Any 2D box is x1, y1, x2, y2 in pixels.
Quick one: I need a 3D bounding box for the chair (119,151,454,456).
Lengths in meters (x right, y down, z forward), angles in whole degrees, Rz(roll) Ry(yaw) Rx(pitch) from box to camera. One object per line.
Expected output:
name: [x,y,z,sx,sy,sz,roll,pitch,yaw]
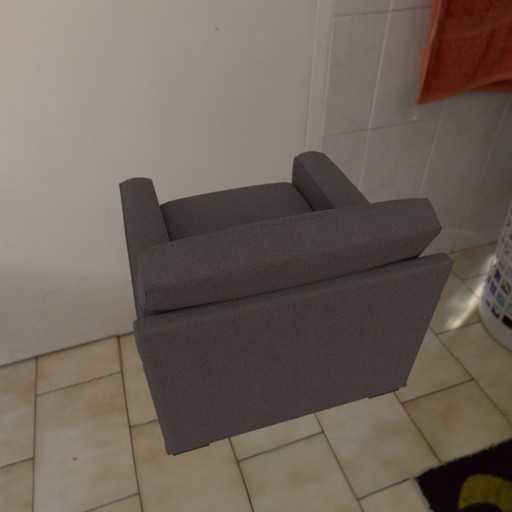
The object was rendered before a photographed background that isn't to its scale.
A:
chair: [0.000,0.000,1.830,0.997,0.913,1.043,-11,43,-13]
